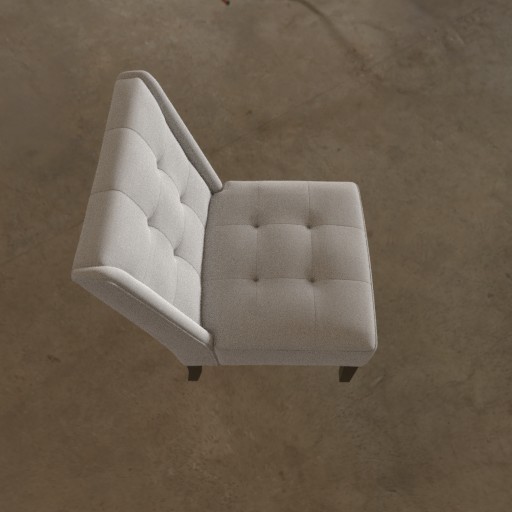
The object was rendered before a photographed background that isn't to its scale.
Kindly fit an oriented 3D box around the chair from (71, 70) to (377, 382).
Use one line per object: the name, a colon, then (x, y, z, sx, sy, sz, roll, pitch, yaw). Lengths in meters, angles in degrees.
chair: (0.000, 0.000, 1.291, 0.676, 0.853, 0.569, 1, 62, 0)
